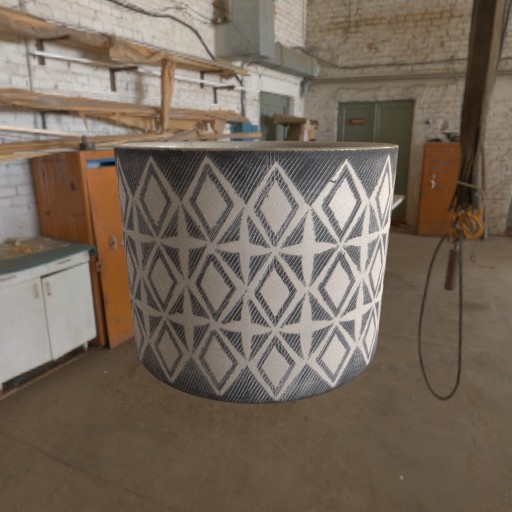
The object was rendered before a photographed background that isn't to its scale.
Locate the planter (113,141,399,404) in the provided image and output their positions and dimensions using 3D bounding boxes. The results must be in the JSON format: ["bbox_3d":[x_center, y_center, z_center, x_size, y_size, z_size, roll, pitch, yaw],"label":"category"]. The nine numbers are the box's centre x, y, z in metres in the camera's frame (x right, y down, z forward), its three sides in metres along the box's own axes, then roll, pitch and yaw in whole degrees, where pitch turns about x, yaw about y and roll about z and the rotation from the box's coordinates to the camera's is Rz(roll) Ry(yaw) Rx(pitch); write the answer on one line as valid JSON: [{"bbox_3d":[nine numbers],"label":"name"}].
[{"bbox_3d":[0.000,0.000,0.335,0.192,0.165,0.192,0,16,0],"label":"planter"}]
